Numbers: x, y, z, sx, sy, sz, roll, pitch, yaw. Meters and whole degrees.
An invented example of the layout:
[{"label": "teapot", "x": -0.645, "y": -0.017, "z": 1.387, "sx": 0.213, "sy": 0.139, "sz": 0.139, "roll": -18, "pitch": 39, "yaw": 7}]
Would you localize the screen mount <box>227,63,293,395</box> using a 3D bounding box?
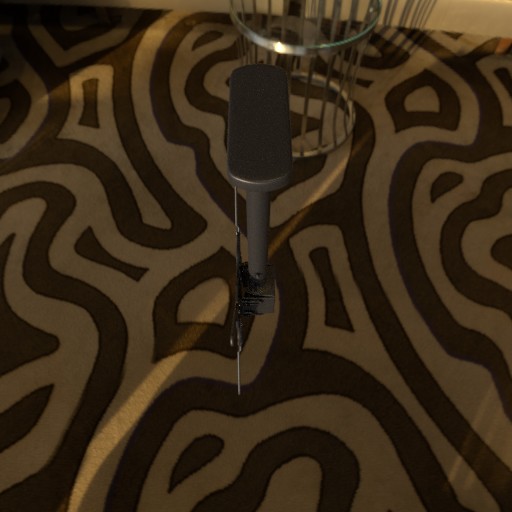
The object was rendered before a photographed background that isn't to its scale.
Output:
[{"label": "screen mount", "x": 0.000, "y": 0.000, "z": 0.887, "sx": 0.090, "sy": 0.729, "sz": 0.393, "roll": 0, "pitch": 61, "yaw": 0}]
